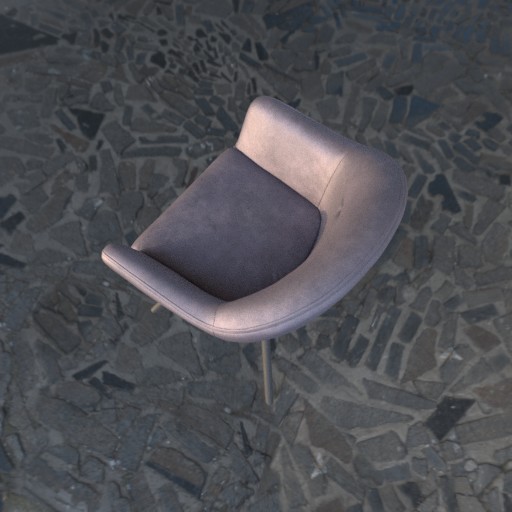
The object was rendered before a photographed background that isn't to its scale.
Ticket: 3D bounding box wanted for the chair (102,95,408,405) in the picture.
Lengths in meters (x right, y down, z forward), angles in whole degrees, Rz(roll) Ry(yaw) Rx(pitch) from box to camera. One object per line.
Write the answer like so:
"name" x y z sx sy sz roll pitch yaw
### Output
"chair" 0.000 0.000 1.166 0.544 0.781 0.567 35 70 15
